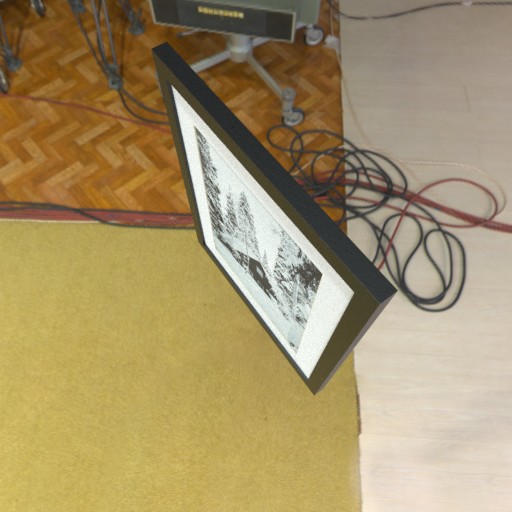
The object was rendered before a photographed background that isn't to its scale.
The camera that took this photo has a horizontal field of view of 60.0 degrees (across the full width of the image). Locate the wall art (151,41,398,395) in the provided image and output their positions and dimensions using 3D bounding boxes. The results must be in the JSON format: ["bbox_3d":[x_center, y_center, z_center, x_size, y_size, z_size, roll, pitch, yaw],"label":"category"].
[{"bbox_3d":[0.000,0.000,0.553,0.018,0.397,0.325,-33,68,-15],"label":"wall art"}]
